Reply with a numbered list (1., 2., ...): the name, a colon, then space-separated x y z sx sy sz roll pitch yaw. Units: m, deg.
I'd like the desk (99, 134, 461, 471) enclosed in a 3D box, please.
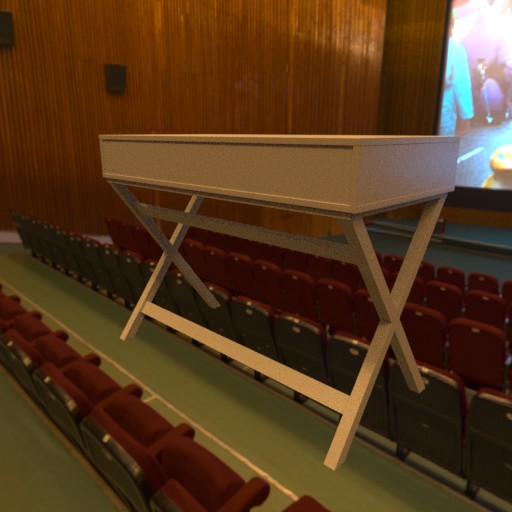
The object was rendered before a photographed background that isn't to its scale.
1. desk: 0.000 0.000 1.487 1.059 0.780 0.509 15 22 43
